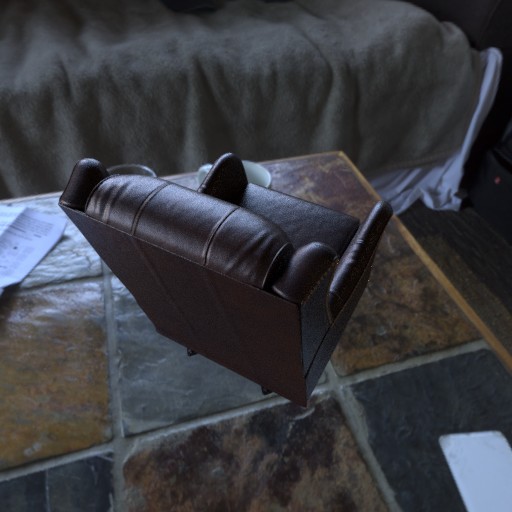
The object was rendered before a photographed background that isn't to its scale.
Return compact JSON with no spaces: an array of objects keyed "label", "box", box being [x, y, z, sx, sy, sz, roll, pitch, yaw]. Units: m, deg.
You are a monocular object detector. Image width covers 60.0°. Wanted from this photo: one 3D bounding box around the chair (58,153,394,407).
[{"label":"chair","box":[0.000,0.000,1.829,0.869,1.084,1.008,22,49,20]}]
